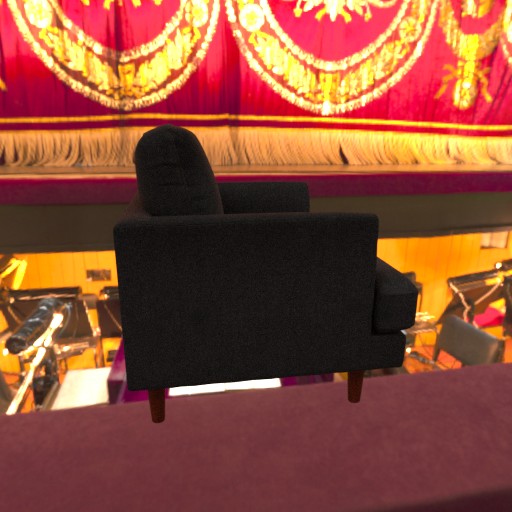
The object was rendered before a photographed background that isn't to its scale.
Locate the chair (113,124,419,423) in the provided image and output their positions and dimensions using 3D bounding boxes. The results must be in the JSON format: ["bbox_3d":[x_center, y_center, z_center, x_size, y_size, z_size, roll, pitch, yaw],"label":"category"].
[{"bbox_3d":[0.000,0.000,1.673,0.899,0.957,0.858,-3,17,-9],"label":"chair"}]
